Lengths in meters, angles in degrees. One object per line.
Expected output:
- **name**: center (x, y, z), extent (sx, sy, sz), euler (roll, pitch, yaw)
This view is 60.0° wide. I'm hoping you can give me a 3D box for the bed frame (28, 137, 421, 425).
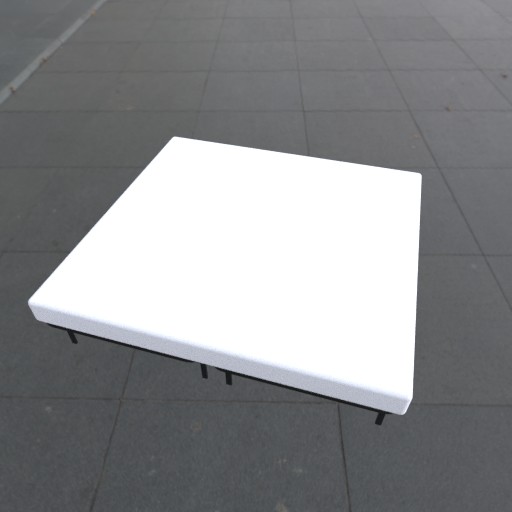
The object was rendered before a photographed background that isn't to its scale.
- **bed frame**: center (0.000, 0.000, 3.038), extent (2.033, 0.525, 1.935), euler (11, 44, 12)
